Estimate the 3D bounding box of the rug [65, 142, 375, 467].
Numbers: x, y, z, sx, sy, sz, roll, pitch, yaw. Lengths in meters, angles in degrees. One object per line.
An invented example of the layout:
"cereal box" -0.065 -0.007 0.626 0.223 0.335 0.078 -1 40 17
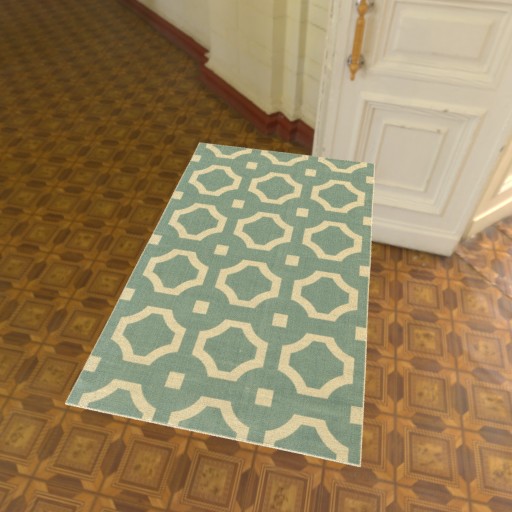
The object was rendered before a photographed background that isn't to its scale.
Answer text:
"rug" 0.000 0.000 3.007 1.528 0.015 2.443 9 48 8
